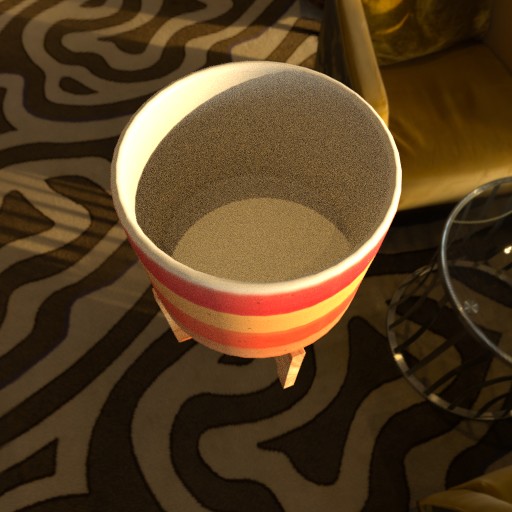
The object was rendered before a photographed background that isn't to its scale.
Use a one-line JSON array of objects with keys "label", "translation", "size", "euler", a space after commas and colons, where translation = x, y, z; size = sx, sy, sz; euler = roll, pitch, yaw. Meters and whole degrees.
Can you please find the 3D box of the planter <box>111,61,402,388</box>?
[{"label": "planter", "translation": [0.000, 0.000, 0.559], "size": [0.269, 0.379, 0.269], "euler": [0, 63, 0]}]
